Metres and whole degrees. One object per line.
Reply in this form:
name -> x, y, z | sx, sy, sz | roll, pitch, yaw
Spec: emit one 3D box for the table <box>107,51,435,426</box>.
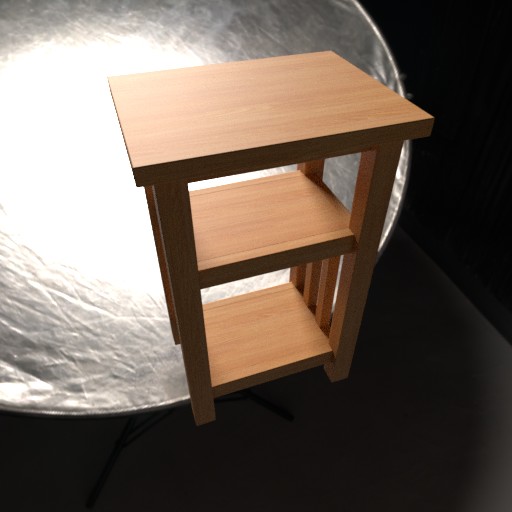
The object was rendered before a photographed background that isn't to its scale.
table -> 0.000, 0.000, 0.751 | 0.350, 0.550, 0.270 | -13, 43, -14
